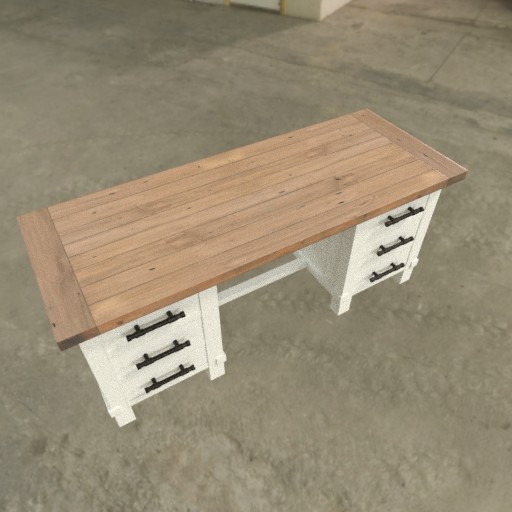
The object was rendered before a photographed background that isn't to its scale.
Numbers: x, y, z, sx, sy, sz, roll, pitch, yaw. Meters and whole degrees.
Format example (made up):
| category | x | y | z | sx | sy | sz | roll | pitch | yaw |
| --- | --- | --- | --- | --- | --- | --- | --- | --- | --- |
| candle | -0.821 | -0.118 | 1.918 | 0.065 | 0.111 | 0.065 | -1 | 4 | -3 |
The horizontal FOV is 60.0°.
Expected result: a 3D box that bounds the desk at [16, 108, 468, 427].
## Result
| category | x | y | z | sx | sy | sz | roll | pitch | yaw |
| --- | --- | --- | --- | --- | --- | --- | --- | --- | --- |
| desk | 0.000 | 0.000 | 2.140 | 1.803 | 0.760 | 0.688 | -23 | 49 | -21 |
